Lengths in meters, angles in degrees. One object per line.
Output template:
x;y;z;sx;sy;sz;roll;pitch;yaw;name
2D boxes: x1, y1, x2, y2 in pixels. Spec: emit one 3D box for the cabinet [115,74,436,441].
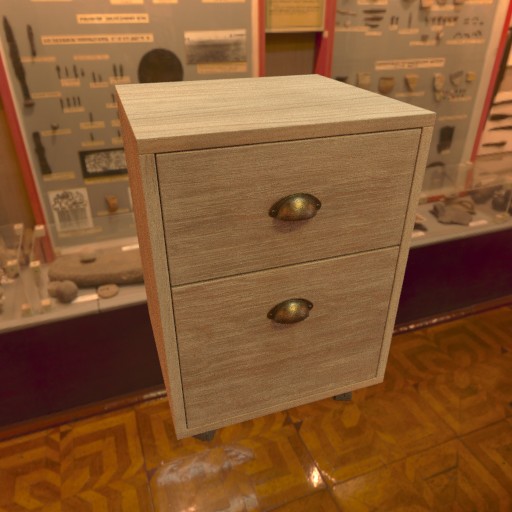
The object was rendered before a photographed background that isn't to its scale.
0.000;0.000;0.849;0.409;0.579;0.401;-10;32;-16;cabinet
